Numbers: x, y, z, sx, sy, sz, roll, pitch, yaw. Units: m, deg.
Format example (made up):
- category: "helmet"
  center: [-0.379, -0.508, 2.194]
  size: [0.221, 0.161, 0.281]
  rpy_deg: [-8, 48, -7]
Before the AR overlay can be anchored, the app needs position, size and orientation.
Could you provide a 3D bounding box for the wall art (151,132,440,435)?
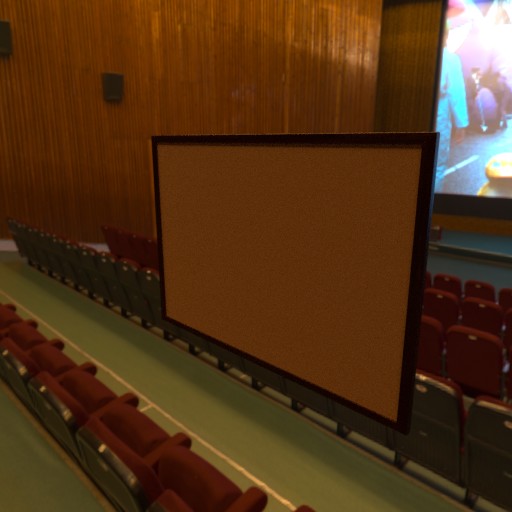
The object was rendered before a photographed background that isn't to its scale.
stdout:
- category: "wall art"
  center: [0.000, 0.000, 1.056]
  size: [0.816, 0.559, 0.014]
  rpy_deg: [14, 20, 42]
